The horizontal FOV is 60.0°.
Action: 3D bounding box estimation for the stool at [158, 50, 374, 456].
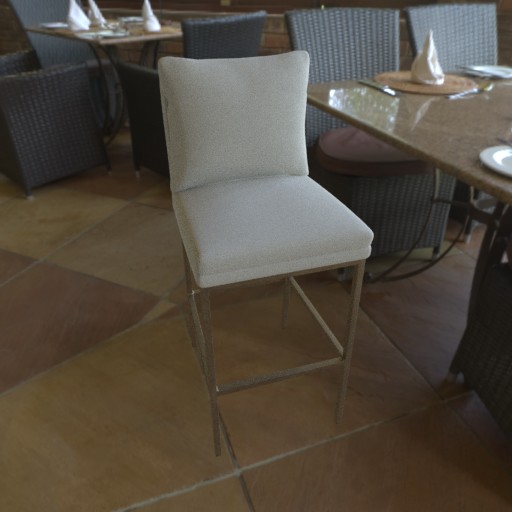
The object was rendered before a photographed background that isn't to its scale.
[{"bbox_3d":[0.000,0.000,1.398,0.463,1.125,0.572,-9,34,-14],"label":"stool"}]
